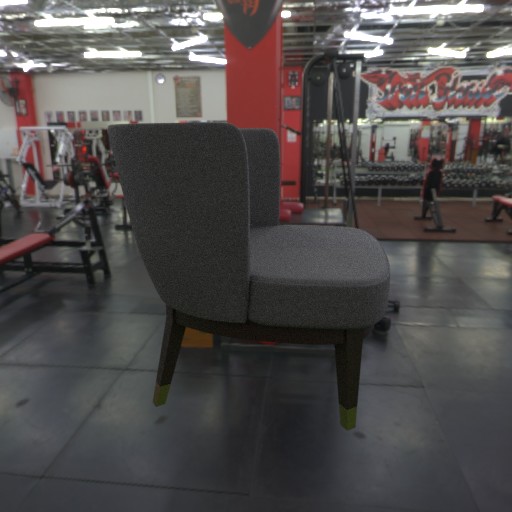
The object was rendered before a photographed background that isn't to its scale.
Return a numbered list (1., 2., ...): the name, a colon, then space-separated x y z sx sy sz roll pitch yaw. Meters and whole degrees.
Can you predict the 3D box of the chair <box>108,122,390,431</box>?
1. chair: 0.000 0.000 1.233 0.698 0.695 0.639 2 15 9
